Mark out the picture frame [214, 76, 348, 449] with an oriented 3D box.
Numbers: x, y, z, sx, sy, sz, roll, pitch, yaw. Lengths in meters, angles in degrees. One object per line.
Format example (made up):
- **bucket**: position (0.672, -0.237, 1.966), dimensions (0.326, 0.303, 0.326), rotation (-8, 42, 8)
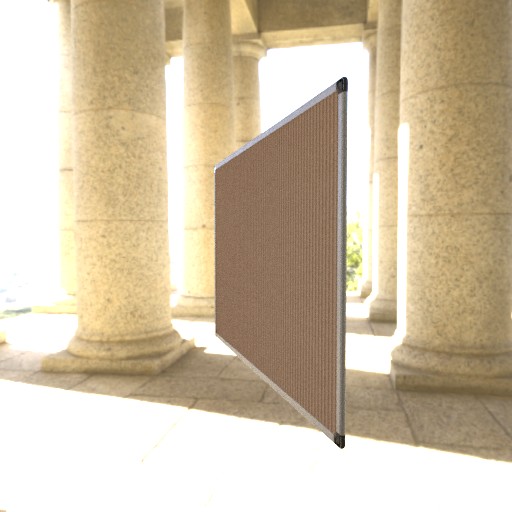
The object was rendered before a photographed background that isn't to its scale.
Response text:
- **picture frame**: position (0.000, 0.000, 1.132), dimensions (0.010, 0.600, 0.900), rotation (-1, 2, -18)
